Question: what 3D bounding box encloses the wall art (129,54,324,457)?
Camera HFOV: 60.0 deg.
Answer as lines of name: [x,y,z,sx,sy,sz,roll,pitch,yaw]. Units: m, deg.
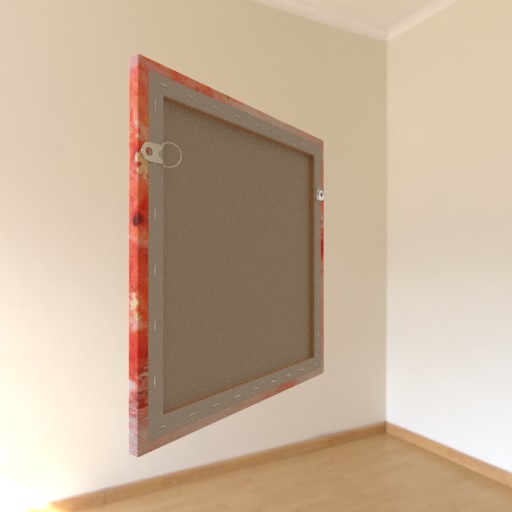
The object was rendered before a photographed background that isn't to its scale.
wall art: [0.000,0.000,1.317,0.066,0.878,0.878,0,0,36]
